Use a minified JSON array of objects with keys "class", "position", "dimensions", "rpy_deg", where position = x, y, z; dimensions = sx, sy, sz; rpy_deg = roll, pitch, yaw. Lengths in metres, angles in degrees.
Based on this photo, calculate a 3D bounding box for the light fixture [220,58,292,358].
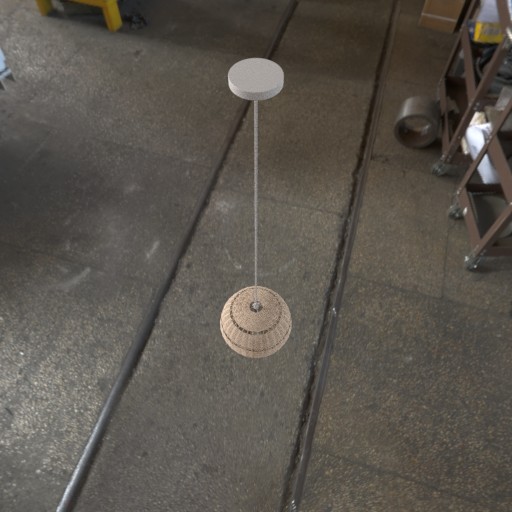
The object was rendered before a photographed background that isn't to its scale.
[{"class":"light fixture","position":[0.000,0.000,2.181],"dimensions":[0.457,2.019,0.457],"rpy_deg":[-15,59,-9]}]
